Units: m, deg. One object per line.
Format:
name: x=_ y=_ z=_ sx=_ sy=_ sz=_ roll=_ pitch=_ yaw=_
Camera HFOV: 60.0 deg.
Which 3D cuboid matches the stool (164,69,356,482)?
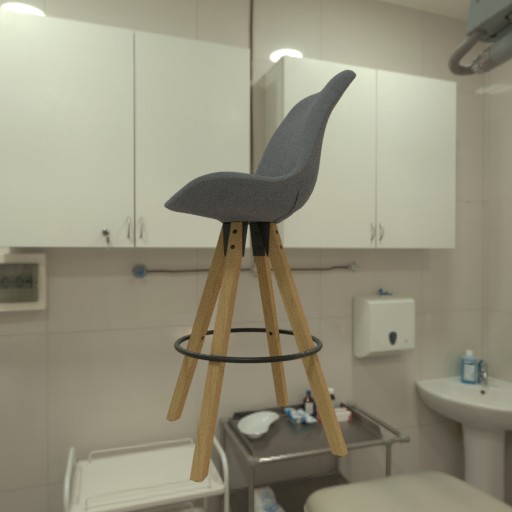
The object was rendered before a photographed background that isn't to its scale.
stool: x=0.000 y=0.000 z=1.376 sx=0.550 sy=1.115 sz=0.485 roll=0 pitch=1 yaw=-19
